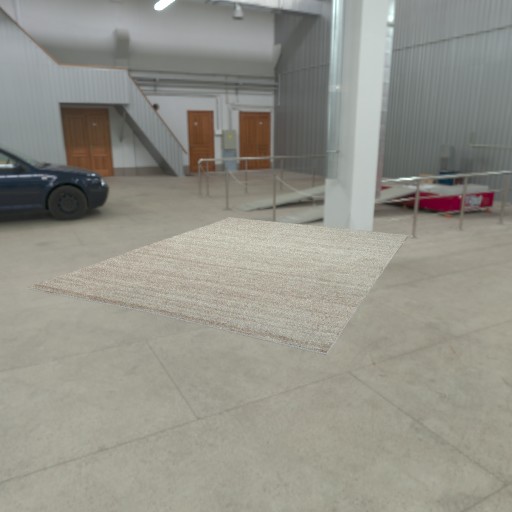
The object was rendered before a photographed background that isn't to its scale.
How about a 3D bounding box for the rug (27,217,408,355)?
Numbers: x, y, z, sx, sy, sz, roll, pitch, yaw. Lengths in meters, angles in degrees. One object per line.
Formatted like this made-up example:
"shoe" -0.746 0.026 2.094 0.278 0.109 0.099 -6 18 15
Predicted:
"rug" 0.000 0.000 4.337 2.434 0.045 3.202 8 18 25
